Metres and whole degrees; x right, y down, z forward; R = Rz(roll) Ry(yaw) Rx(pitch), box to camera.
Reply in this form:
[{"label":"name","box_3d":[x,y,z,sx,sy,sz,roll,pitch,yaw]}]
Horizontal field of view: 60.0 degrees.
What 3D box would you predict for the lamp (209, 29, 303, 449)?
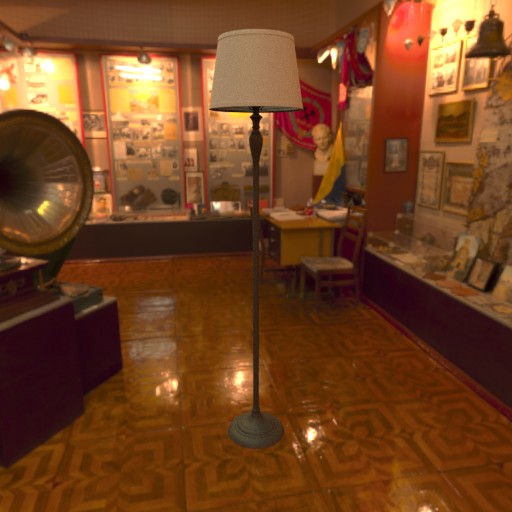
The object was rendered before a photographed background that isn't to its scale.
[{"label":"lamp","box_3d":[0.000,0.000,1.672,0.327,1.506,0.327,-2,14,-9]}]
